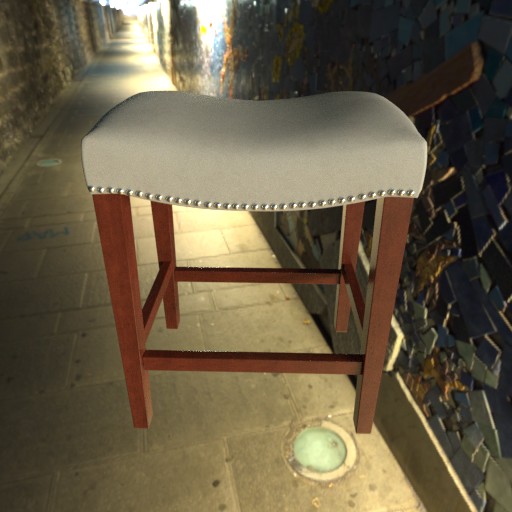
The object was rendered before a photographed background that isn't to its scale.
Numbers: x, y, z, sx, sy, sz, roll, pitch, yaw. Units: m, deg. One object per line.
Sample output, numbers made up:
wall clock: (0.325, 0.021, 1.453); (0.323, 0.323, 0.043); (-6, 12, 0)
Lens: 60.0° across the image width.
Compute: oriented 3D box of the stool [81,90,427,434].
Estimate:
stool: (0.000, 0.000, 0.926); (0.509, 0.632, 0.375); (1, 29, 1)
